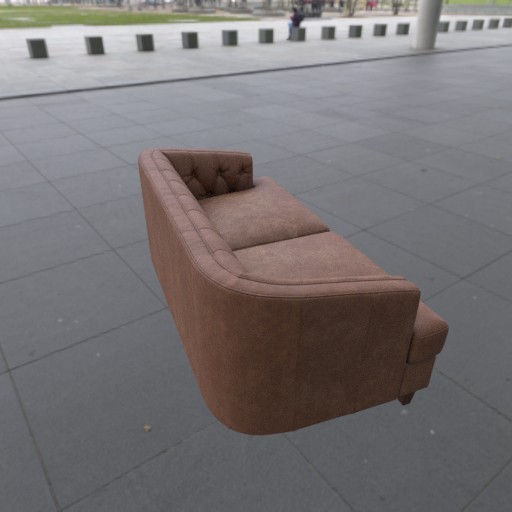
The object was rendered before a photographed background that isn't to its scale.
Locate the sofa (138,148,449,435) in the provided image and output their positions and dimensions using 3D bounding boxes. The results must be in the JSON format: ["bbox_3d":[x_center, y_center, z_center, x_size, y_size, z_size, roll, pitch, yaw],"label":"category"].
[{"bbox_3d":[0.000,0.000,2.262,0.914,0.786,1.755,-11,32,-19],"label":"sofa"}]
